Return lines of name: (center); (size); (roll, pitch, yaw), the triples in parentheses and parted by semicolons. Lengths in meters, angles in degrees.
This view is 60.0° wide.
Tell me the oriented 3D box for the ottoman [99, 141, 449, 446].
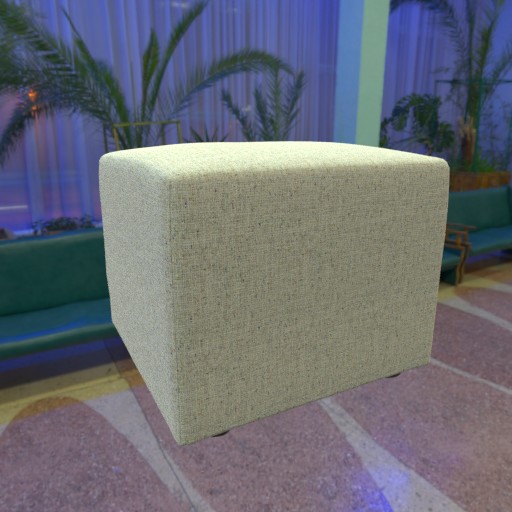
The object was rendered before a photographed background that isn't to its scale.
ottoman: (0.000, 0.000, 0.908); (0.521, 0.453, 0.512); (-8, 18, -27)
